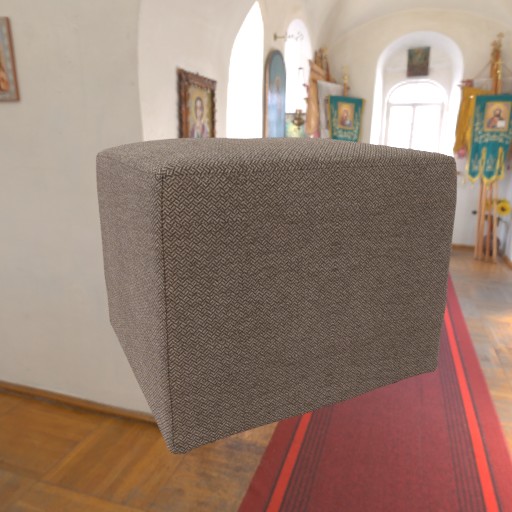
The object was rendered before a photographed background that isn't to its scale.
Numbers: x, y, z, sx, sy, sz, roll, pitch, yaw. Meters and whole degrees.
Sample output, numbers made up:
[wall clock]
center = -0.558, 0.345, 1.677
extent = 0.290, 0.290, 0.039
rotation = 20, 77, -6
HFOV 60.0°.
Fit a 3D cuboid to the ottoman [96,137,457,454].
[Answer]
[ottoman]
center = 0.000, 0.000, 0.877
extent = 0.519, 0.453, 0.512
rotation = -8, 17, -26
